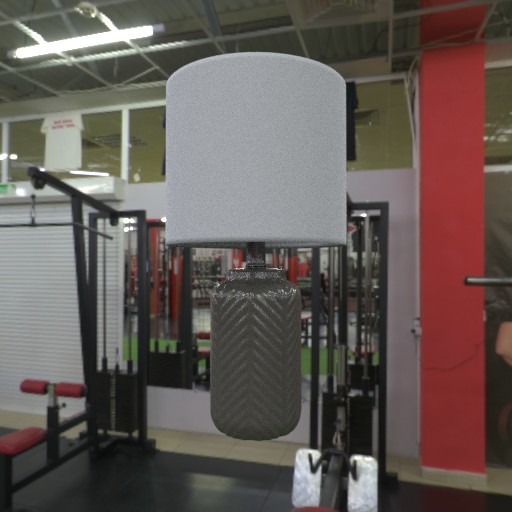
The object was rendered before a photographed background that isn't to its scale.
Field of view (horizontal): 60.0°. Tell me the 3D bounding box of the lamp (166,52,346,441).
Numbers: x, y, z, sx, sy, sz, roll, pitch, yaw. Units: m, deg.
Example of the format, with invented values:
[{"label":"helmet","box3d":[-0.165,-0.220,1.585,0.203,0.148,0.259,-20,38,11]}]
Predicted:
[{"label":"lamp","box3d":[0.000,0.000,0.508,0.203,0.389,0.203,0,-1,19]}]
